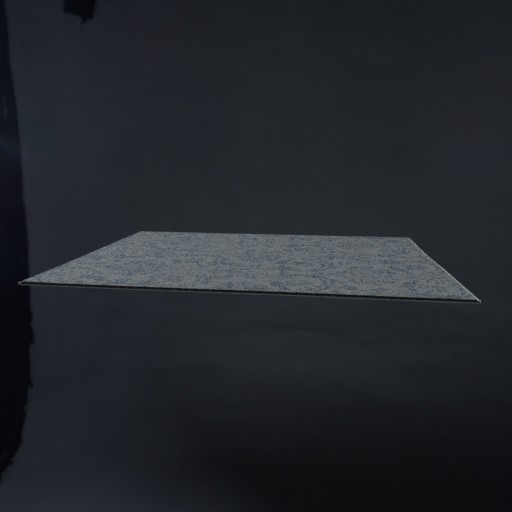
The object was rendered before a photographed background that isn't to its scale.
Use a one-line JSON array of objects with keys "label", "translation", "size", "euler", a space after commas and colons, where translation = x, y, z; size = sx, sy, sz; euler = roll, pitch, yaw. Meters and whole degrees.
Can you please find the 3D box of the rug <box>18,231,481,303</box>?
[{"label": "rug", "translation": [0.000, 0.000, 2.840], "size": [2.197, 0.014, 1.586], "euler": [2, 13, 8]}]
